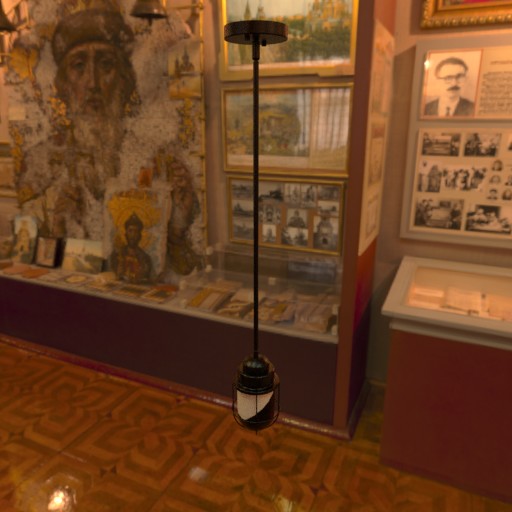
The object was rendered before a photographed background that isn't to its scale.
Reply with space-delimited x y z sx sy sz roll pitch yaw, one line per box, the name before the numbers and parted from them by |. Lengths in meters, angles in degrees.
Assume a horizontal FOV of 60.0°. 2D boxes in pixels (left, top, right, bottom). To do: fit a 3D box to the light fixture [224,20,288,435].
light fixture | 0.000 0.000 0.986 0.123 0.920 0.123 8 19 26
